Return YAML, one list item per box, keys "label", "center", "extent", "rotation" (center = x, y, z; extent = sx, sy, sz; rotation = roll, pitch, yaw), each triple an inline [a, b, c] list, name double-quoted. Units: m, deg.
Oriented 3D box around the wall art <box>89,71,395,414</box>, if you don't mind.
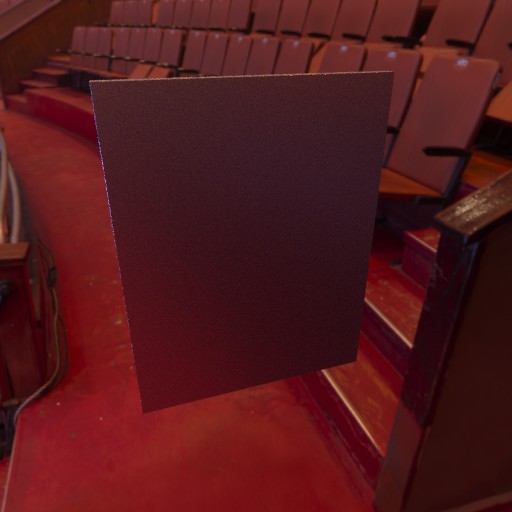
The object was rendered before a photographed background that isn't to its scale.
- label: "wall art"
  center: [0.000, 0.000, 1.384]
  extent: [0.816, 1.046, 0.030]
  rotation: [-9, 29, -17]
